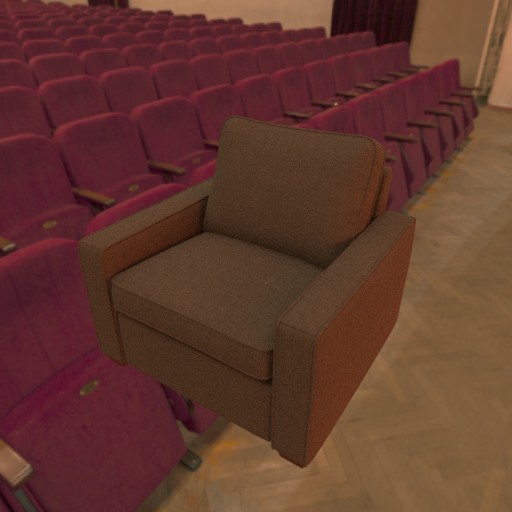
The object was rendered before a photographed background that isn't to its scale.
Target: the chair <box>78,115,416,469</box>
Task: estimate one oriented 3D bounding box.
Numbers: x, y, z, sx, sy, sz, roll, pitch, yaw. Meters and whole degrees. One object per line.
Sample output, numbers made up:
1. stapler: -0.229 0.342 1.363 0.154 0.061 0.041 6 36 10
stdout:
1. chair: 0.000 0.000 1.774 1.017 0.919 0.940 18 35 28
